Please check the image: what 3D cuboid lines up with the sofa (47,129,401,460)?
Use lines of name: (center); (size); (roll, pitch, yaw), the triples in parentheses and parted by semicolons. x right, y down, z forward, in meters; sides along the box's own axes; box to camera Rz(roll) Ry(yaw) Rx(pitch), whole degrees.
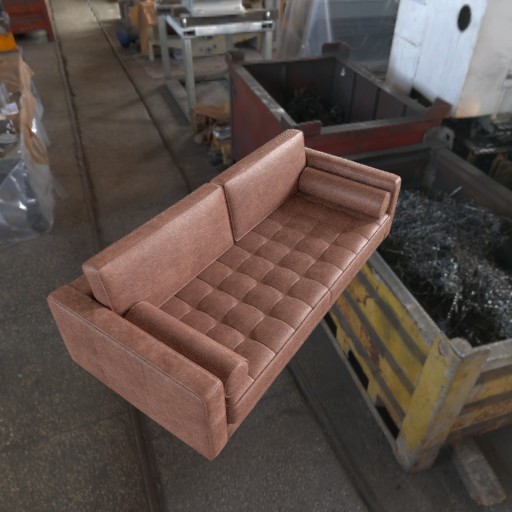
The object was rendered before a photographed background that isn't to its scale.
sofa: (0.000, 0.000, 2.380); (0.910, 0.760, 1.870); (24, 45, 26)
